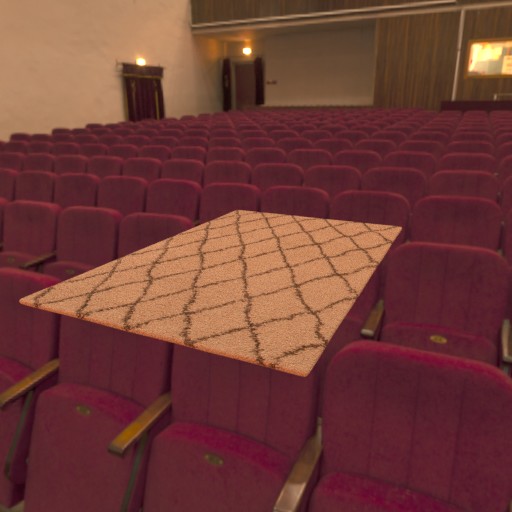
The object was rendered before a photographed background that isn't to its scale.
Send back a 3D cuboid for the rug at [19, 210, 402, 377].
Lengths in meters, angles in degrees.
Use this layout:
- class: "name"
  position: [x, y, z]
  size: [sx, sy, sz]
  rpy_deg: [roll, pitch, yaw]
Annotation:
- class: "rug"
  position: [0.000, 0.000, 3.402]
  size: [1.778, 0.030, 2.743]
  rpy_deg: [8, 20, 24]
